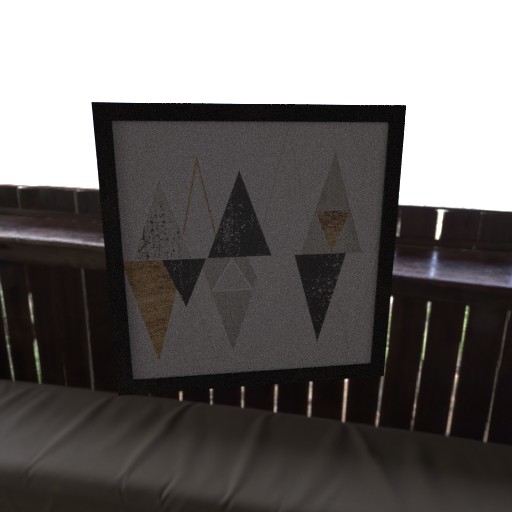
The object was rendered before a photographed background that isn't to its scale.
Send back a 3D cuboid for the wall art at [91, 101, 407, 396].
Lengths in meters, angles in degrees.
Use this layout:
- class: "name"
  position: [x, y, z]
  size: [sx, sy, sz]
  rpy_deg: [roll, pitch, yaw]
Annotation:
- class: "wall art"
  position: [0.000, 0.000, 1.262]
  size: [0.823, 0.823, 0.013]
  rpy_deg: [-2, 15, -7]
